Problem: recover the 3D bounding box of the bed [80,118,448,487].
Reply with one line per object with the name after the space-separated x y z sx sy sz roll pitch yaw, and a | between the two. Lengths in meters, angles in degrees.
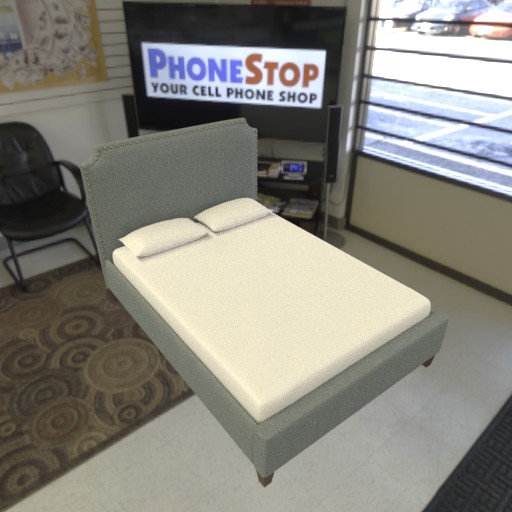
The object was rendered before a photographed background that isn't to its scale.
0.000 0.000 3.402 1.712 1.443 2.372 -21 37 -31 | bed
